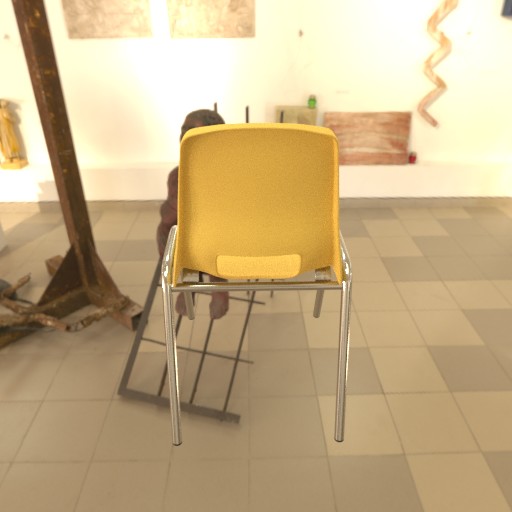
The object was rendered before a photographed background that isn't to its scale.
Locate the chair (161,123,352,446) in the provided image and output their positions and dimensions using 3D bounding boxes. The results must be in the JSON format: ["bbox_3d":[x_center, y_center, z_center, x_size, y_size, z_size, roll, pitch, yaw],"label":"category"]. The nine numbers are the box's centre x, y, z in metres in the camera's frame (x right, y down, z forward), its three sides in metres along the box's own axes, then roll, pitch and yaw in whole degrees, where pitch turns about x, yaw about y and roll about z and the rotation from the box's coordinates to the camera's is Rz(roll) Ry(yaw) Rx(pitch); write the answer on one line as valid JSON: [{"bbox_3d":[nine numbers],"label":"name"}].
[{"bbox_3d":[0.000,0.000,0.937,0.381,0.653,0.436,-1,30,-1],"label":"chair"}]
